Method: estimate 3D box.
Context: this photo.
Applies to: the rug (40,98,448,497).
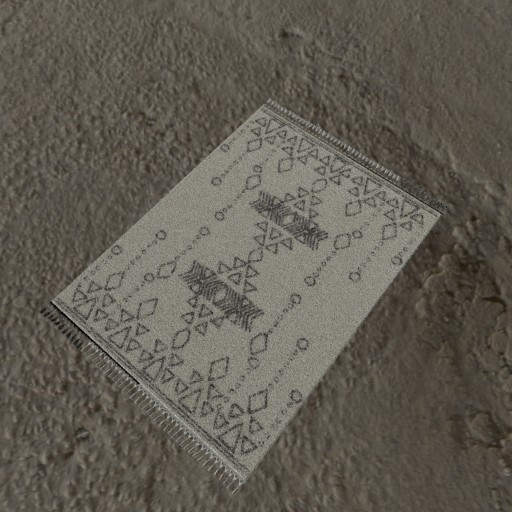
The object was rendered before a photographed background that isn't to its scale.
[{"bbox_3d":[0.000,0.000,2.931,1.600,0.013,2.312,36,69,16],"label":"rug"}]
